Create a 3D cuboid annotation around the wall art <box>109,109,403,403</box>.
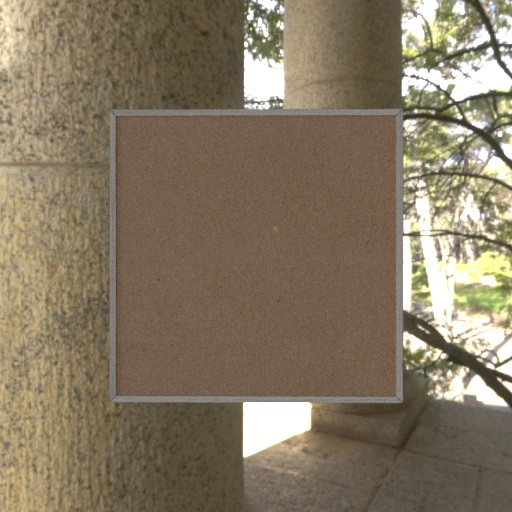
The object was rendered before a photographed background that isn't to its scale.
[{"bbox_3d":[0.000,0.000,0.786,0.508,0.508,0.038,0,0,0],"label":"wall art"}]
